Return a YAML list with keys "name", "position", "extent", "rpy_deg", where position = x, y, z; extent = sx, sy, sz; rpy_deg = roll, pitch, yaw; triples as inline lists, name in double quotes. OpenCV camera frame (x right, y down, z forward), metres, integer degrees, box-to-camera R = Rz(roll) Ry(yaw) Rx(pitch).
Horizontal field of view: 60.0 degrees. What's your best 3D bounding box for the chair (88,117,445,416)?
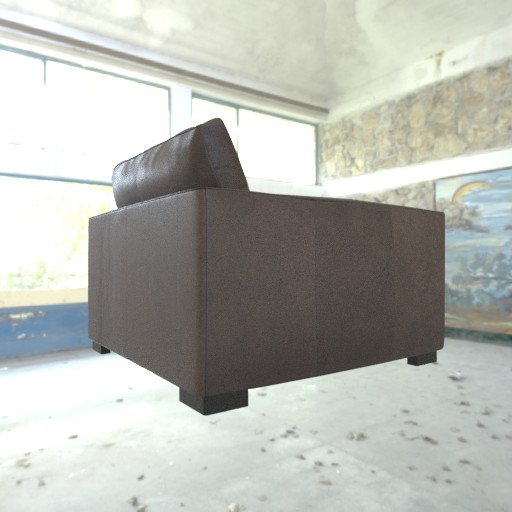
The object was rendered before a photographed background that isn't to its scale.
- name: "chair"
  position: [0.000, 0.000, 1.805]
  extent: [1.069, 0.812, 1.100]
  rpy_deg: [0, -1, -35]
